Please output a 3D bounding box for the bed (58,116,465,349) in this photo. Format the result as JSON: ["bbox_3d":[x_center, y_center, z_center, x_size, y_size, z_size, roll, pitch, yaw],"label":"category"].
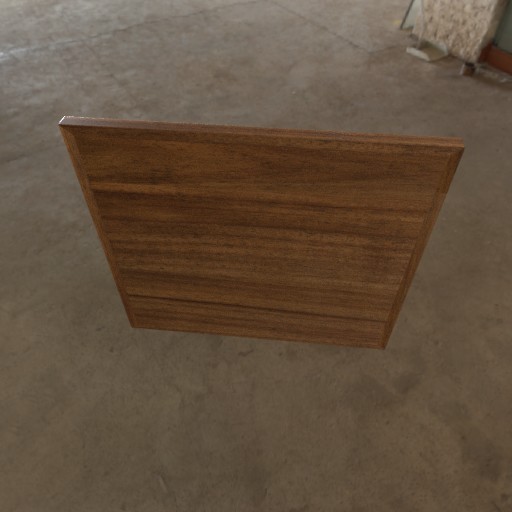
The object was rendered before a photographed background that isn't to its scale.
[{"bbox_3d":[0.000,0.000,1.483,1.041,0.940,0.043,4,47,4],"label":"bed"}]
